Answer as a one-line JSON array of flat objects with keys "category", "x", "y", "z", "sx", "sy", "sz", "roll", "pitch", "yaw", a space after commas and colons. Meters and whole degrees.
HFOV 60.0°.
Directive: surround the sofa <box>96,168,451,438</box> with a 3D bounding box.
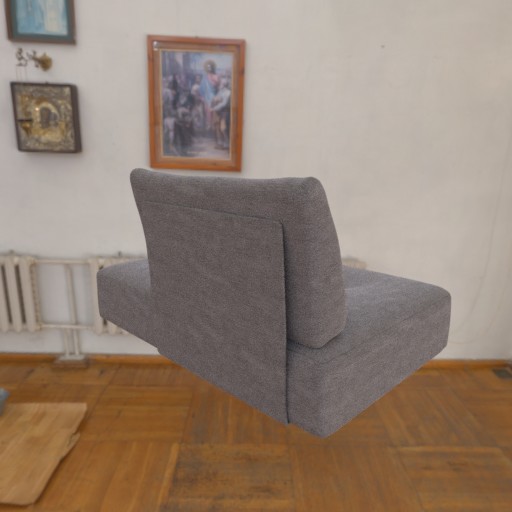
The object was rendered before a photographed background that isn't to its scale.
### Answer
[{"category": "sofa", "x": 0.000, "y": 0.000, "z": 2.038, "sx": 1.450, "sy": 0.820, "sz": 1.002, "roll": 13, "pitch": 19, "yaw": 43}]
